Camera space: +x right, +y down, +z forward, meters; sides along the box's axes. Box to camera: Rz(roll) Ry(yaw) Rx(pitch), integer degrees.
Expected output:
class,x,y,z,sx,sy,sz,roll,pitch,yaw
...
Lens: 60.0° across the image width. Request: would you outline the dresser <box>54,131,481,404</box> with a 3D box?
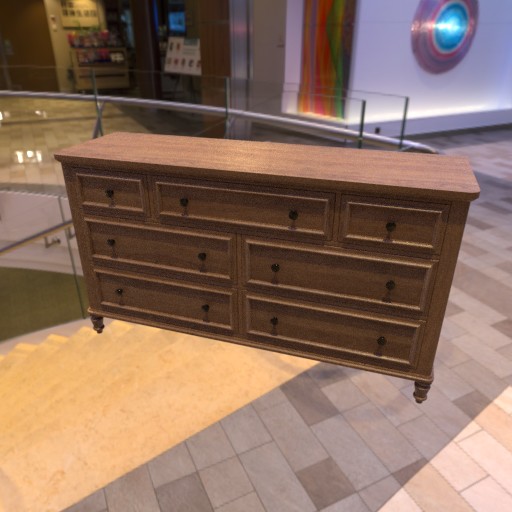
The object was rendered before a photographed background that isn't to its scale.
class,x,y,z,sx,sy,sz,roll,pitch,yaw
dresser,0.000,0.000,1.953,1.583,0.892,0.468,8,28,16
